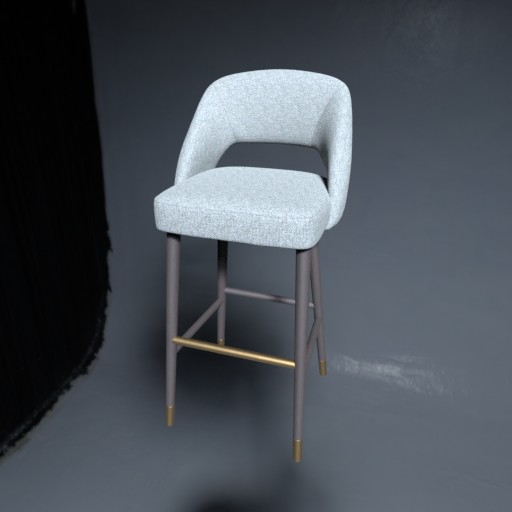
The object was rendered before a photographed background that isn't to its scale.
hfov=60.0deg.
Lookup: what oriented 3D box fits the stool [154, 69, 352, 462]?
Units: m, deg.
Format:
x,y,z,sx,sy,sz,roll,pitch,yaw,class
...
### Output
x,y,z,sx,sy,sz,roll,pitch,yaw,class
0.000,0.000,1.416,0.536,1.089,0.524,8,25,17,stool
